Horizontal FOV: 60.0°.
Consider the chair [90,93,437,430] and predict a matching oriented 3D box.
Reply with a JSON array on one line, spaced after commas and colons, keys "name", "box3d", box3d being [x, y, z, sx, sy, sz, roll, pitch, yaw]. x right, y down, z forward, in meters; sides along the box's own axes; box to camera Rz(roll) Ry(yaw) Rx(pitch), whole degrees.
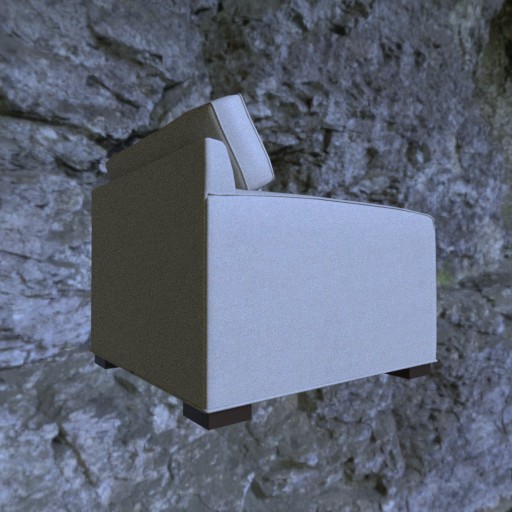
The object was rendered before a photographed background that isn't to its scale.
[{"name": "chair", "box3d": [0.000, 0.000, 1.815, 1.043, 0.913, 0.998, 1, -1, -36]}]
